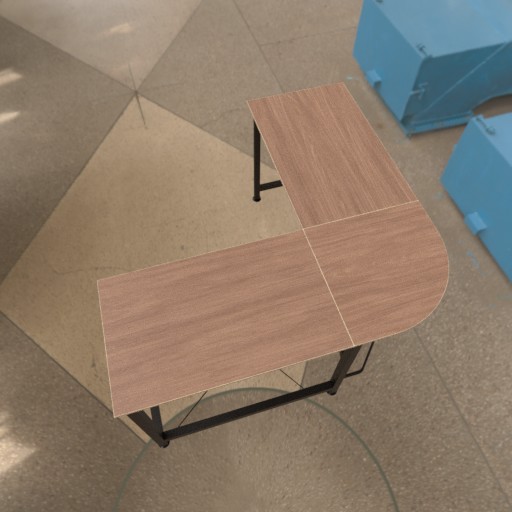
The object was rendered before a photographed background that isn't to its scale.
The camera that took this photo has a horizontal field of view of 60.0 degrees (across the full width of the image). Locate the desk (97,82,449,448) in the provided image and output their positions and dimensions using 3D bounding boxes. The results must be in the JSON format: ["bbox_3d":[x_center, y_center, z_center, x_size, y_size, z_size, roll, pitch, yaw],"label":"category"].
[{"bbox_3d":[0.000,0.000,2.251,1.400,0.762,1.400,-14,59,-9],"label":"desk"}]
